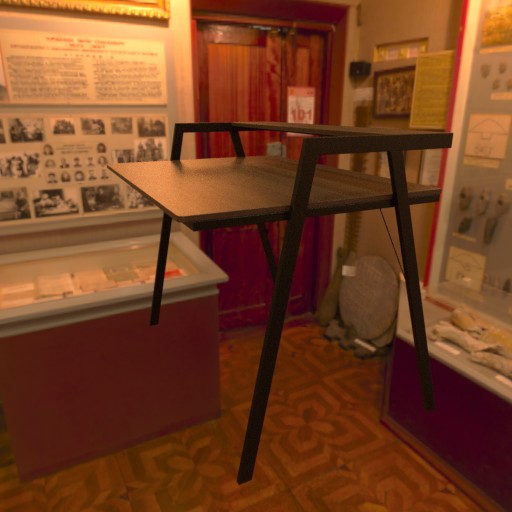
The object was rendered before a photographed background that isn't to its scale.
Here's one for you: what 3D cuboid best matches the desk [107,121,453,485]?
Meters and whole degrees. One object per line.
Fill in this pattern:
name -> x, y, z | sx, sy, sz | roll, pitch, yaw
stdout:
desk -> 0.000, 0.000, 1.789 | 0.936, 0.998, 1.143 | -9, 21, -25
